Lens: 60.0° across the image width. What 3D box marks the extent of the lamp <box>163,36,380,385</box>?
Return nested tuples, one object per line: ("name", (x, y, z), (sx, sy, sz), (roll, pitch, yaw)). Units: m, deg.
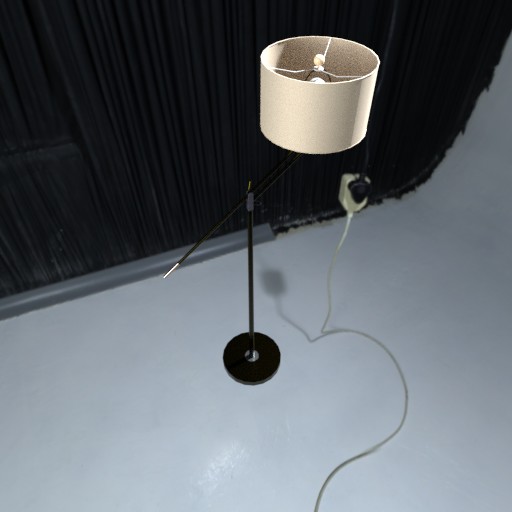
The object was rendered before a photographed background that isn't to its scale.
("lamp", (0.000, 0.000, 1.925), (0.809, 1.635, 0.373), (-16, 48, -15))
